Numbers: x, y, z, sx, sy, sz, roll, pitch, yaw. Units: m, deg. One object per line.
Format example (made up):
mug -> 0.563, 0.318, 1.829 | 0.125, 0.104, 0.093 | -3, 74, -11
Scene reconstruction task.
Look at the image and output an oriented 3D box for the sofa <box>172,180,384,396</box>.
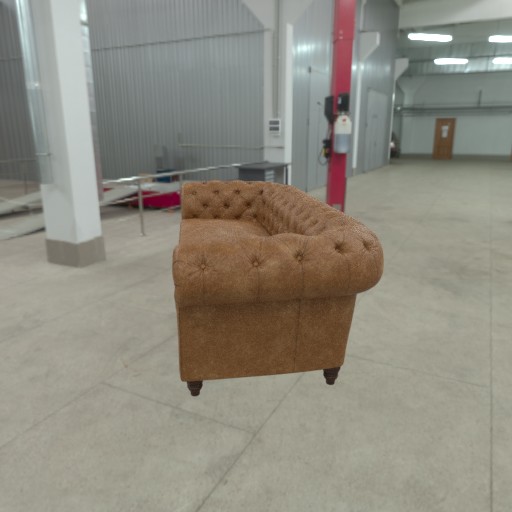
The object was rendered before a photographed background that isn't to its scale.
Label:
sofa -> 0.000, 0.000, 2.861 | 0.989, 0.760, 2.365 | -2, 16, -8
